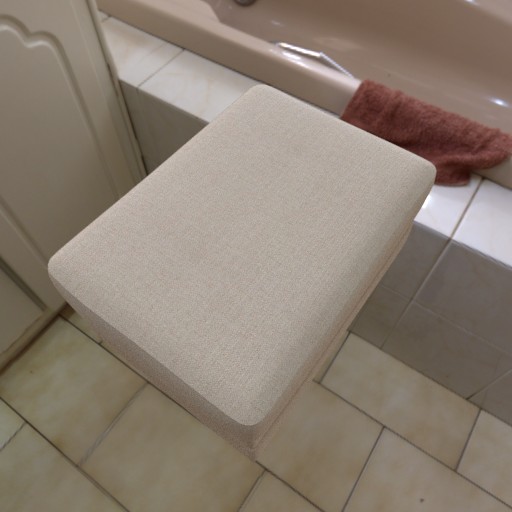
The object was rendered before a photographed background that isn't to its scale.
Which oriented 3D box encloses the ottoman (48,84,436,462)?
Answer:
[{"bbox_3d":[0.000,0.000,1.274,0.637,0.478,0.885,32,63,19],"label":"ottoman"}]
